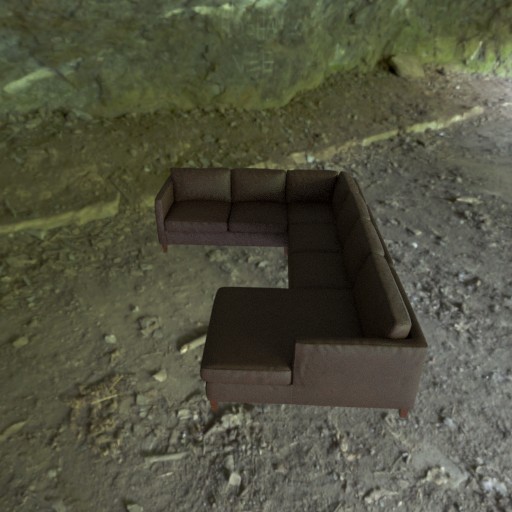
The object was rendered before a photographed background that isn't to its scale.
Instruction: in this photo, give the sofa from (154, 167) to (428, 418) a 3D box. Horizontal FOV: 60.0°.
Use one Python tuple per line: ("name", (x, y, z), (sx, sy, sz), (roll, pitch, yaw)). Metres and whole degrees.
("sofa", (0.000, 0.000, 4.707), (2.593, 0.923, 3.460), (1, 30, 2))
